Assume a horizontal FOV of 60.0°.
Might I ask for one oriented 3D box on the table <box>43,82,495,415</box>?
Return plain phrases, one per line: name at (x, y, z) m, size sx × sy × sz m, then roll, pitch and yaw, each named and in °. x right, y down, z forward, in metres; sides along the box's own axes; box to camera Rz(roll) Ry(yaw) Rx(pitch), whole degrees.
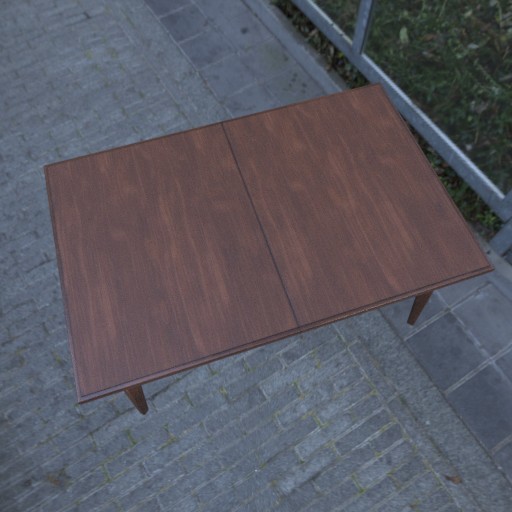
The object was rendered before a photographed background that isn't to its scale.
table at (0.000, 0.000, 2.063) m, size 1.524 × 0.761 × 0.990 m, roll -16°, pitch 65°, yaw -8°
